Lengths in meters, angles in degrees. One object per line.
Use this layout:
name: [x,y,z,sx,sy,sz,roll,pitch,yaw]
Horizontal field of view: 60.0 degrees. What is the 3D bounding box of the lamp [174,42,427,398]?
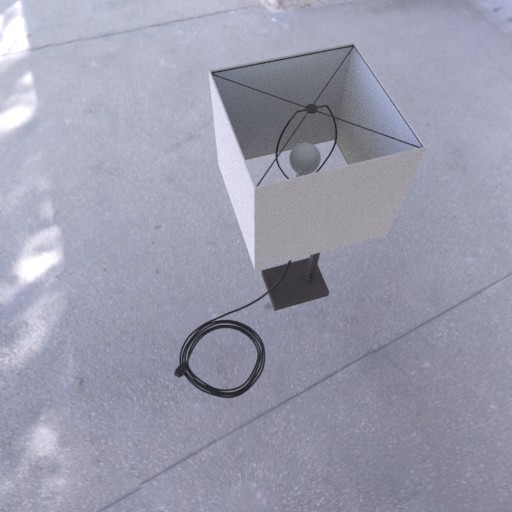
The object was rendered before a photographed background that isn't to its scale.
lamp: [0.000,0.000,0.968,0.504,0.660,0.399,-15,60,-9]
